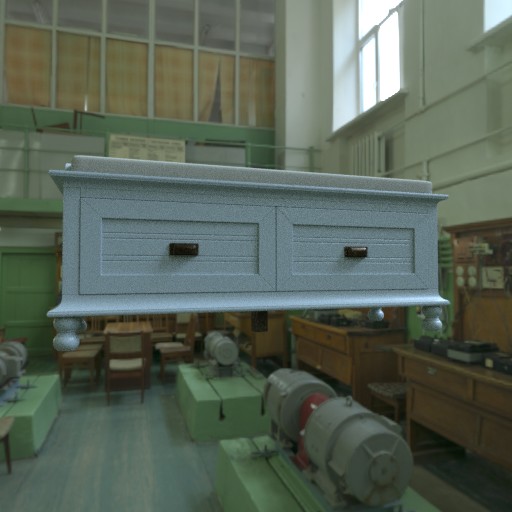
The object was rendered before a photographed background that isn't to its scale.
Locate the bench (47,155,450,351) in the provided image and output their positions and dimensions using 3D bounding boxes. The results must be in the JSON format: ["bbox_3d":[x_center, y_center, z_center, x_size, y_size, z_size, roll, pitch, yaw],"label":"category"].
[{"bbox_3d":[0.000,0.000,1.439,1.185,0.486,0.402,1,-2,-18],"label":"bench"}]
